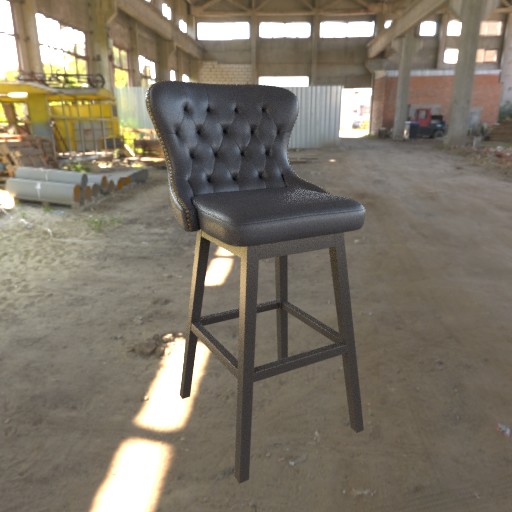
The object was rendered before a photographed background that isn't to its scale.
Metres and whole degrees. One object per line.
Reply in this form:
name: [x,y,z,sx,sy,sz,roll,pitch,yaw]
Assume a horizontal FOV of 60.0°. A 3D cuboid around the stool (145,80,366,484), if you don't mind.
stool: [0.000,0.000,1.387,0.528,1.050,0.601,-9,19,-28]
